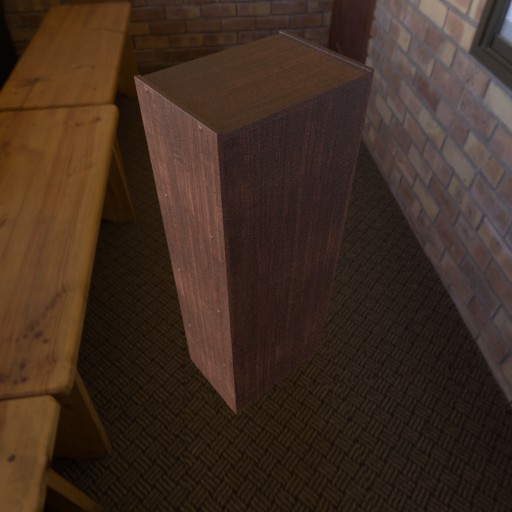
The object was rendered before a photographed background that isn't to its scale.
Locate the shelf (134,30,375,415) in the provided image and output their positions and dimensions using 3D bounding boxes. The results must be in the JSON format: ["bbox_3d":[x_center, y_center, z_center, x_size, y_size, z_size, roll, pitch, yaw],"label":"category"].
[{"bbox_3d":[0.000,0.000,1.317,0.415,1.099,0.290,-30,53,-26],"label":"shelf"}]
